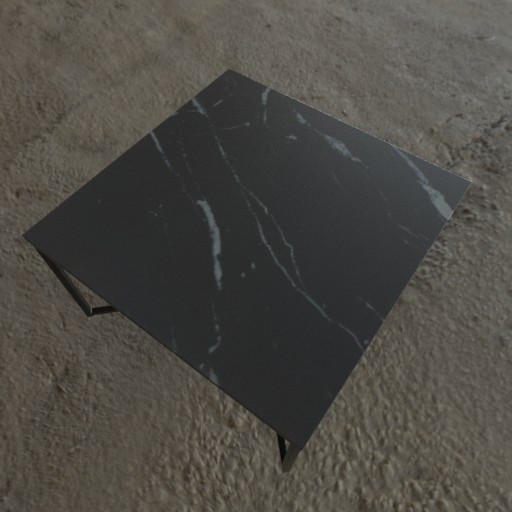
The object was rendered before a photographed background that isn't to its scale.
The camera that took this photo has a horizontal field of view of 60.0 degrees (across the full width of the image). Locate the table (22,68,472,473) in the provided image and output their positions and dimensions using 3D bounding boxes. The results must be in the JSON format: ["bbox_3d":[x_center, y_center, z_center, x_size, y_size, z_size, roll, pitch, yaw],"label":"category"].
[{"bbox_3d":[0.000,0.000,1.291,0.800,0.450,0.800,32,63,19],"label":"table"}]
